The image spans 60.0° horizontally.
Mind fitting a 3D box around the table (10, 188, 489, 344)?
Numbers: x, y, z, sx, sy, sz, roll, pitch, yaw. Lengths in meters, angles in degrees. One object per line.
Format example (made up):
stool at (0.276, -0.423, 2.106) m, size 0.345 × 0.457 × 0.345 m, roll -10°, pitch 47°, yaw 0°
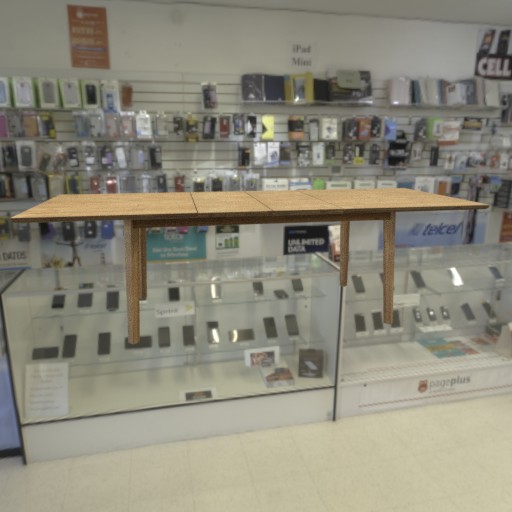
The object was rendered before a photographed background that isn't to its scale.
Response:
table at (0.000, 0.000, 2.942) m, size 2.603 × 0.752 × 1.000 m, roll -3°, pitch 15°, yaw -10°
